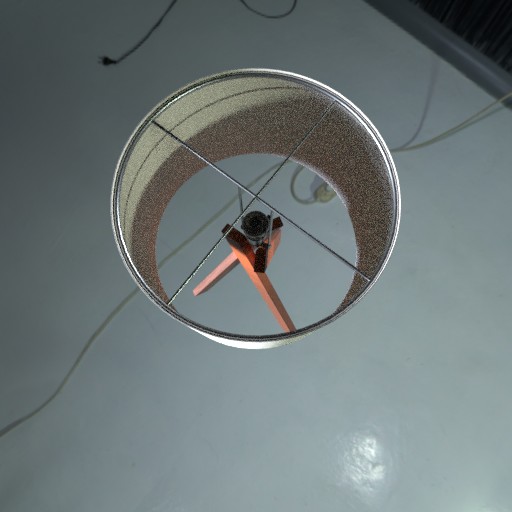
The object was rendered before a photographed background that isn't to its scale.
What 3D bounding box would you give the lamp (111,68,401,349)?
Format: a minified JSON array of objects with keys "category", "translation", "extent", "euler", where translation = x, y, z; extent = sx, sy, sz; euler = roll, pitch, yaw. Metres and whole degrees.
[{"category":"lamp","translation":[0.000,0.000,0.913],"extent":[0.380,0.686,0.380],"euler":[37,79,8]}]
